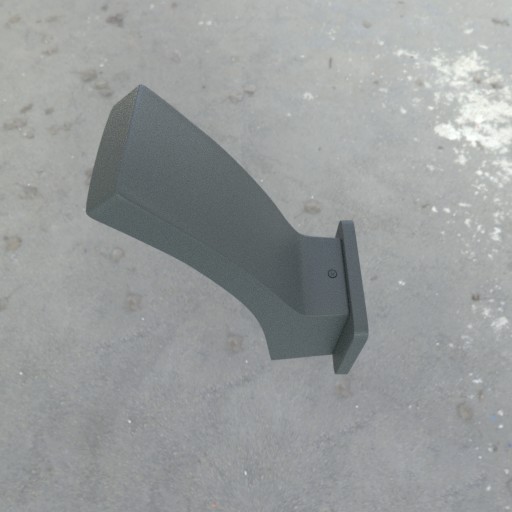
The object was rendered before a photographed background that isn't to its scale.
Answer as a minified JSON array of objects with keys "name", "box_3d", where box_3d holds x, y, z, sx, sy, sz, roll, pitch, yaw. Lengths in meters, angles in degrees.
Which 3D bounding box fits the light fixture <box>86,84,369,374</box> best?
[{"name":"light fixture","box_3d":[0.000,0.000,0.330,0.174,0.243,0.108,0,58,0]}]
